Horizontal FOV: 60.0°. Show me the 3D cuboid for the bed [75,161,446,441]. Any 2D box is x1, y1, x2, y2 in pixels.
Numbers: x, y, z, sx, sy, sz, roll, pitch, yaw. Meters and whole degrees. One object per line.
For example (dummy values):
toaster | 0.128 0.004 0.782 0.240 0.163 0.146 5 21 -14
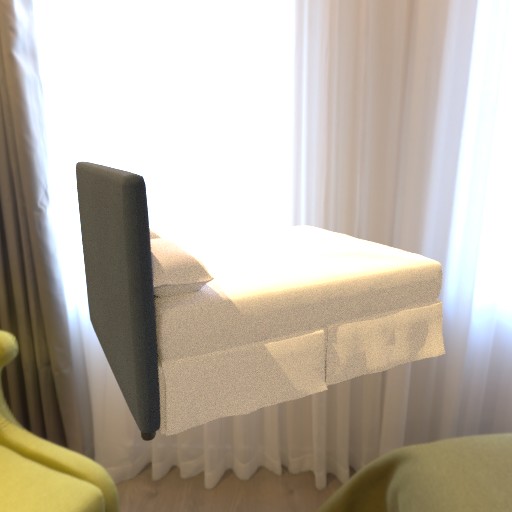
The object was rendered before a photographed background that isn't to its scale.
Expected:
bed | 0.000 0.000 3.182 2.162 1.330 1.713 -7 16 -27
